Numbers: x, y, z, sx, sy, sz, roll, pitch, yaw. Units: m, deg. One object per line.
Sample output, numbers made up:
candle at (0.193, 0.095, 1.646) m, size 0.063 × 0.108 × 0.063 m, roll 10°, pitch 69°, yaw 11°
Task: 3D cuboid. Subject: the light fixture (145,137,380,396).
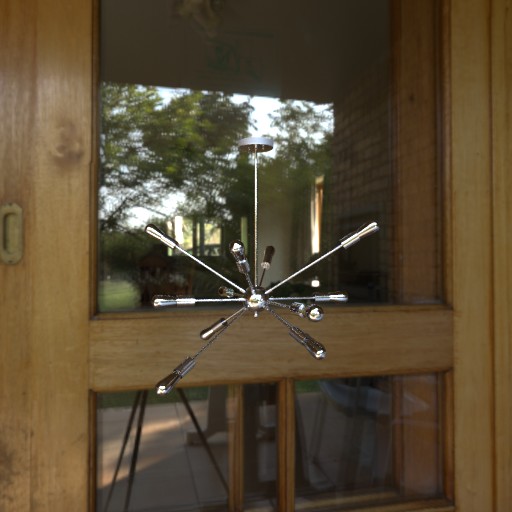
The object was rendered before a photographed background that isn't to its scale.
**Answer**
light fixture at (0.000, 0.000, 1.081) m, size 0.509 × 0.558 × 0.684 m, roll 0°, pitch -1°, yaw -18°
